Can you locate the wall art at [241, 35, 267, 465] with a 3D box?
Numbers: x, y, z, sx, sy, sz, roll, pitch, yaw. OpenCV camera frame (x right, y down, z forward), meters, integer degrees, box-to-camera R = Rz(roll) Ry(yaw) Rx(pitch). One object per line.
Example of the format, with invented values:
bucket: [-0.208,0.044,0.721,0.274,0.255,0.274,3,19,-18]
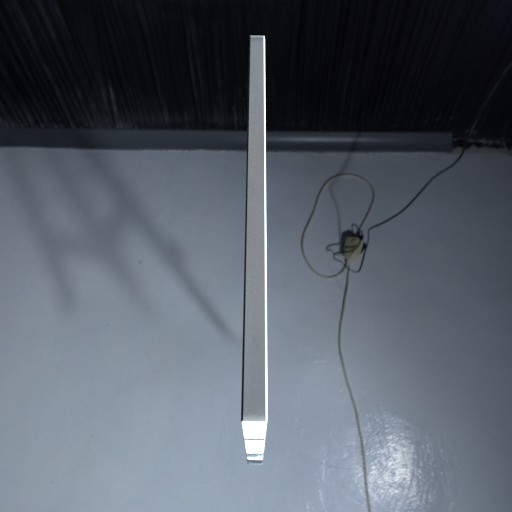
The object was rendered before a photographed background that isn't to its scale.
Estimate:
wall art: [0.000,0.000,1.133,0.039,0.609,0.914,0,60,0]
